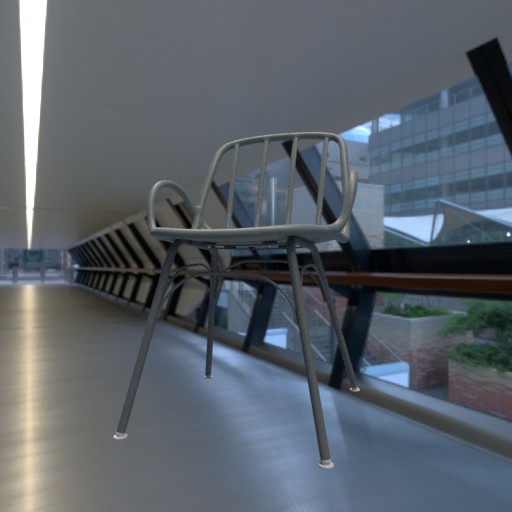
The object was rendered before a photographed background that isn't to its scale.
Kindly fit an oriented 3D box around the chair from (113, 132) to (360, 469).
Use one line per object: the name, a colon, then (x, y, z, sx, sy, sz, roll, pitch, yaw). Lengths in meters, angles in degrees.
chair: (0.000, 0.000, 1.197, 0.549, 0.816, 0.597, 0, 0, 17)
